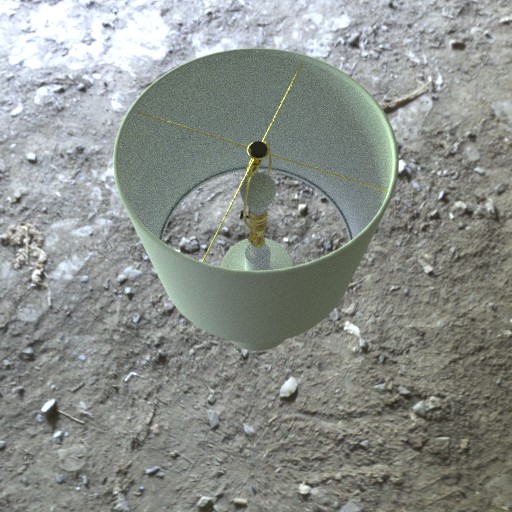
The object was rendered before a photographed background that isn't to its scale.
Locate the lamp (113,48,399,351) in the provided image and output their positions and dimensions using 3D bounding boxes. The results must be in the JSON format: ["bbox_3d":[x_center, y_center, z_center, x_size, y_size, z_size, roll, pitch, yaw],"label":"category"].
[{"bbox_3d":[0.000,0.000,0.708,0.301,0.533,0.301,20,66,9],"label":"lamp"}]
